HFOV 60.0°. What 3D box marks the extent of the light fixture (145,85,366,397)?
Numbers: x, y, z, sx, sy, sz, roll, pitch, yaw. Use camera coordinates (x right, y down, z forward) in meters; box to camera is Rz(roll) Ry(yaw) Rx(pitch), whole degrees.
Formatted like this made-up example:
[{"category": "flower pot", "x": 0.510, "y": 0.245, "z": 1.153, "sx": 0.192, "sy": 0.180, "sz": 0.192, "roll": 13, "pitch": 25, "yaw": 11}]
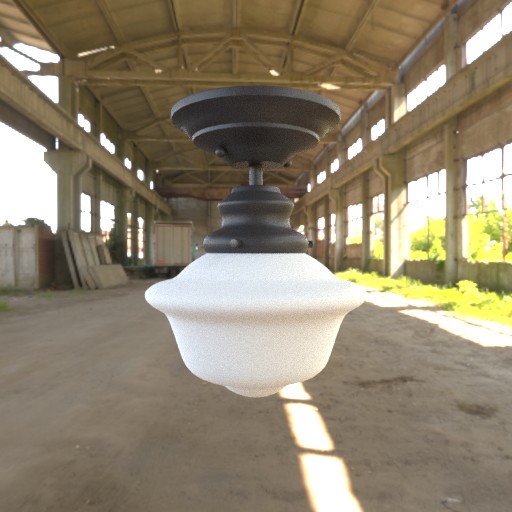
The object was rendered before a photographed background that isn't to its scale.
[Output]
[{"category": "light fixture", "x": 0.000, "y": 0.000, "z": 0.405, "sx": 0.197, "sy": 0.254, "sz": 0.197, "roll": 0, "pitch": 1, "yaw": 0}]
